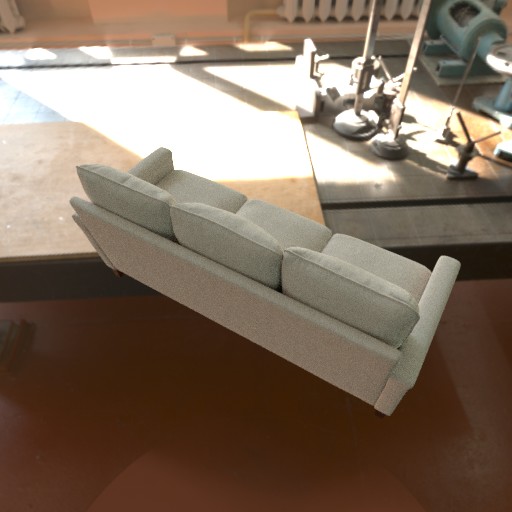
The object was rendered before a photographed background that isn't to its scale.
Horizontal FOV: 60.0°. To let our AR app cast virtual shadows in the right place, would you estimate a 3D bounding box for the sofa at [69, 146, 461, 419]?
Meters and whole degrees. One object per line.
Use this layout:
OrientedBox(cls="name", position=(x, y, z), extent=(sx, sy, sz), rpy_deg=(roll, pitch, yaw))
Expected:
OrientedBox(cls="sofa", position=(0.000, 0.000, 2.413), extent=(1.925, 0.961, 0.828), rpy_deg=(24, 53, 20))
